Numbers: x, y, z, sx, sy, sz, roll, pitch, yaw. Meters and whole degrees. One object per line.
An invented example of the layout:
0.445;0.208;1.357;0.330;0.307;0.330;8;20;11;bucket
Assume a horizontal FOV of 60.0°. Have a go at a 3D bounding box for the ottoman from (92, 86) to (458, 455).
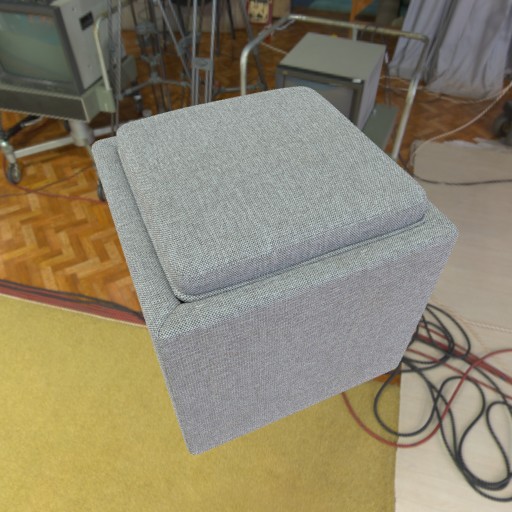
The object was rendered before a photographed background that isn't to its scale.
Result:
0.000;0.000;0.828;0.450;0.460;0.450;-18;49;-16;ottoman
